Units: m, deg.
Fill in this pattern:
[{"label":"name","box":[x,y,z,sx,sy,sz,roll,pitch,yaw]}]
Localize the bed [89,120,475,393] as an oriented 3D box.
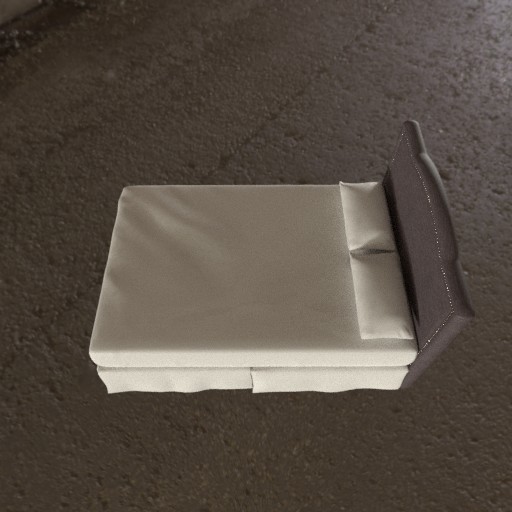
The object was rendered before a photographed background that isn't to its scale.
[{"label":"bed","box":[0.000,0.000,3.488,2.507,1.441,1.741,0,57,0]}]
